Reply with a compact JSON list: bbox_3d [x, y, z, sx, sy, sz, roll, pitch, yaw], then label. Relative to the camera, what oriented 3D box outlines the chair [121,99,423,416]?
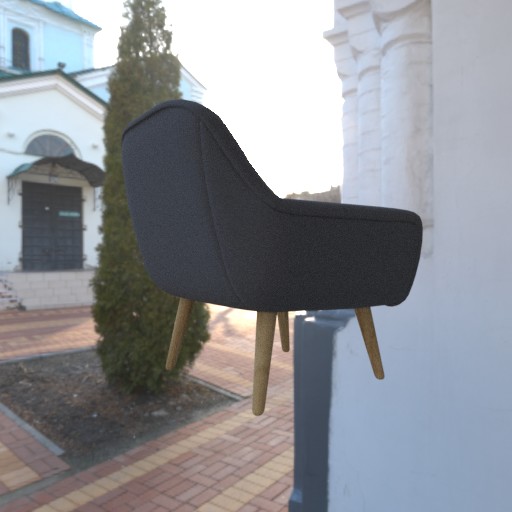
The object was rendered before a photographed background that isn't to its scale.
[{"bbox_3d":[0.000,0.000,1.441,0.779,0.800,0.770,0,1,-36],"label":"chair"}]
